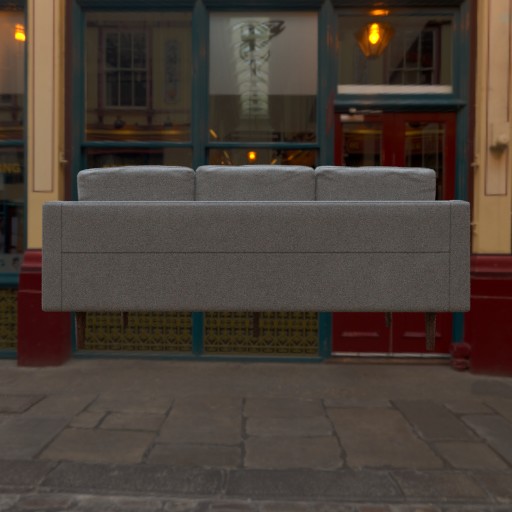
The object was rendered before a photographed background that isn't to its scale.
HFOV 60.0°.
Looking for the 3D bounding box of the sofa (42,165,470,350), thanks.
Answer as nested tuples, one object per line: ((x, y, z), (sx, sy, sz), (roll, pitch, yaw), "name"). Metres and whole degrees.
((0.000, 0.000, 2.518), (1.983, 0.918, 0.944), (0, 0, 1), "sofa")
